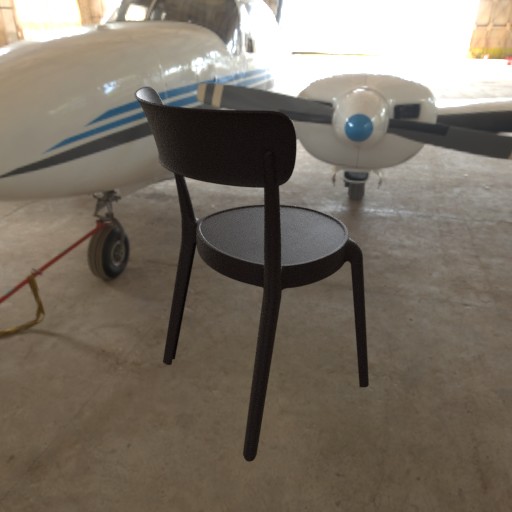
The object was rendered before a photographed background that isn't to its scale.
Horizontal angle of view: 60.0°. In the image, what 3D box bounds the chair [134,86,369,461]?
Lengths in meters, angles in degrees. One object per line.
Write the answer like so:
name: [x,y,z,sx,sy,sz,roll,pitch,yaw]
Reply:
chair: [0.000,0.000,1.128,0.491,0.790,0.506,-18,32,-32]
